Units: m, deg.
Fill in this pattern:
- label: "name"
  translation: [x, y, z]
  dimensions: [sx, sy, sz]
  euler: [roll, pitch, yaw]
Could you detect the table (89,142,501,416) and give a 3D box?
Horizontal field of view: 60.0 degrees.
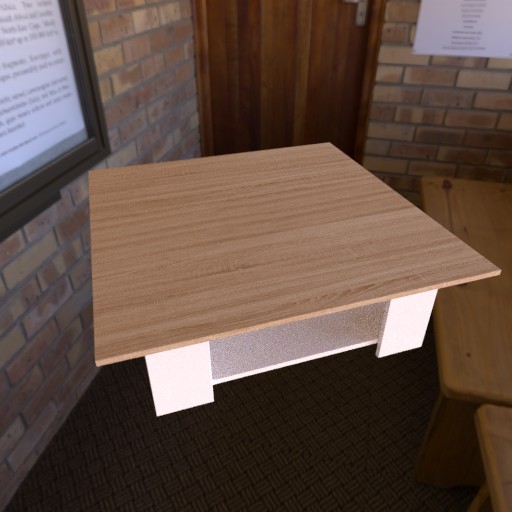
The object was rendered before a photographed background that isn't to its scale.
- label: "table"
  translation: [0.000, 0.000, 1.334]
  dimensions: [0.890, 0.305, 0.890]
  euler: [-10, 35, -15]
